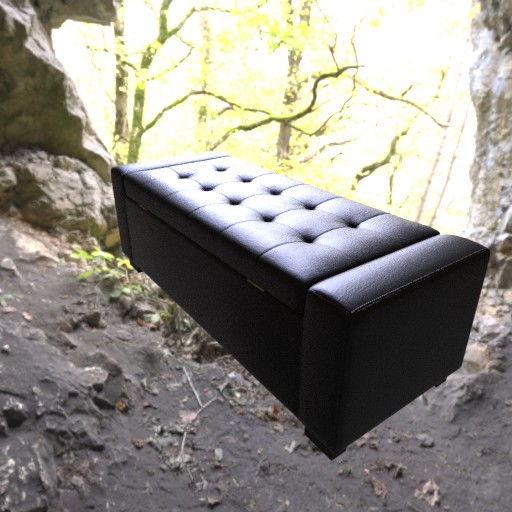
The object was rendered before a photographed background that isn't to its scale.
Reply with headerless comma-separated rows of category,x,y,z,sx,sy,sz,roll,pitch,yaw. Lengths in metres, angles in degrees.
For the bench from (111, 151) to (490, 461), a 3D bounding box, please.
bench,0.000,0.000,1.511,0.508,0.445,1.296,-18,31,-32
